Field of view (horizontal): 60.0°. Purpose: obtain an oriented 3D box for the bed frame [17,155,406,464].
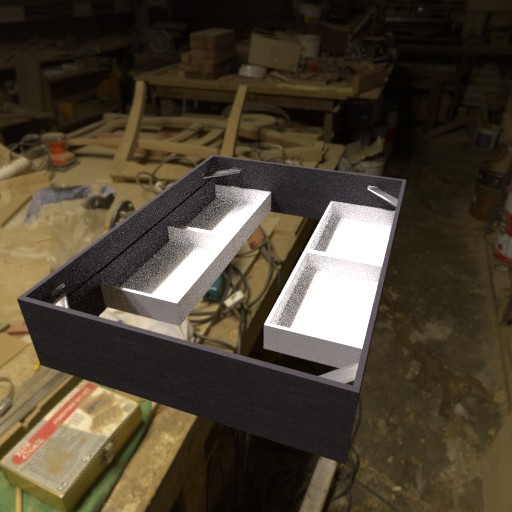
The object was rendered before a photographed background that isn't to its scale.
[{"bbox_3d":[0.000,0.000,2.547,1.448,0.459,1.944,11,34,17],"label":"bed frame"}]
